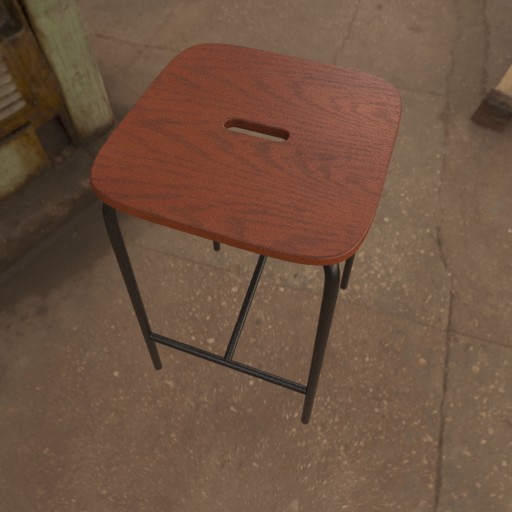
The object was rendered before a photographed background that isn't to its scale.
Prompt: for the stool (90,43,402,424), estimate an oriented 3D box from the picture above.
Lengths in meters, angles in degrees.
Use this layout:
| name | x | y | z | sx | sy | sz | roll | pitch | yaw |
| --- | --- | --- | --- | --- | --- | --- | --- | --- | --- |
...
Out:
| name | x | y | z | sx | sy | sz | roll | pitch | yaw |
| --- | --- | --- | --- | --- | --- | --- | --- | --- | --- |
| stool | 0.000 | 0.000 | 0.846 | 0.376 | 0.610 | 0.376 | 17 | 58 | 11 |
